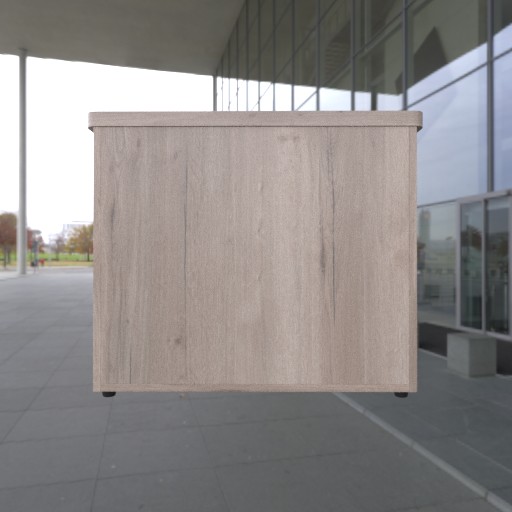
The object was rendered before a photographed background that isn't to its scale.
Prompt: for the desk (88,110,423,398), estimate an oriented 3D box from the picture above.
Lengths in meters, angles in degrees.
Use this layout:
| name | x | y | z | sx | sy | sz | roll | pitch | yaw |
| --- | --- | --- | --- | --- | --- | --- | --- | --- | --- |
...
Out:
| name | x | y | z | sx | sy | sz | roll | pitch | yaw |
| --- | --- | --- | --- | --- | --- | --- | --- | --- | --- |
| desk | 0.000 | 0.000 | 1.749 | 0.900 | 0.760 | 1.169 | 0 | 0 | 0 |
